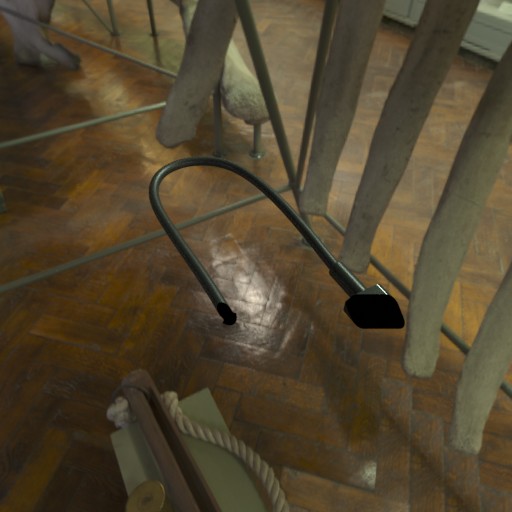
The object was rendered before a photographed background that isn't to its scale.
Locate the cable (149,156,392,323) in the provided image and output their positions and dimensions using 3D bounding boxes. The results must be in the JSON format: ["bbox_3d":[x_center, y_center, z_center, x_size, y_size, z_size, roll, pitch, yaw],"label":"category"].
[{"bbox_3d":[0.000,0.000,0.112,0.040,0.006,0.098,-21,49,-20],"label":"cable"}]
